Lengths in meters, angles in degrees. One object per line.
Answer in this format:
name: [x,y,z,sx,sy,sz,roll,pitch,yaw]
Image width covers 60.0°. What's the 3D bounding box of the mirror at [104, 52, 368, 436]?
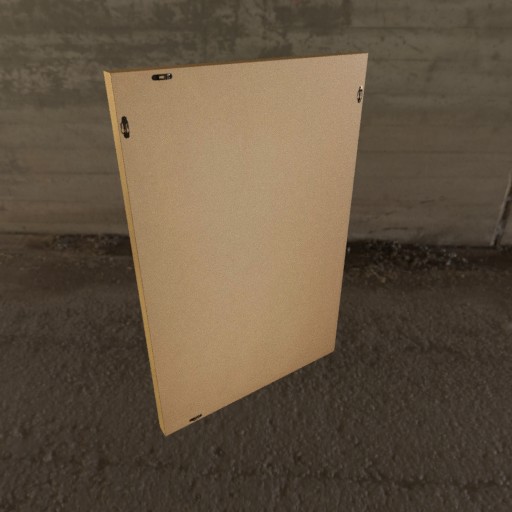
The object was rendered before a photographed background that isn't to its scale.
mirror: [0.000,0.000,1.127,0.609,0.915,0.041,-18,35,-29]
